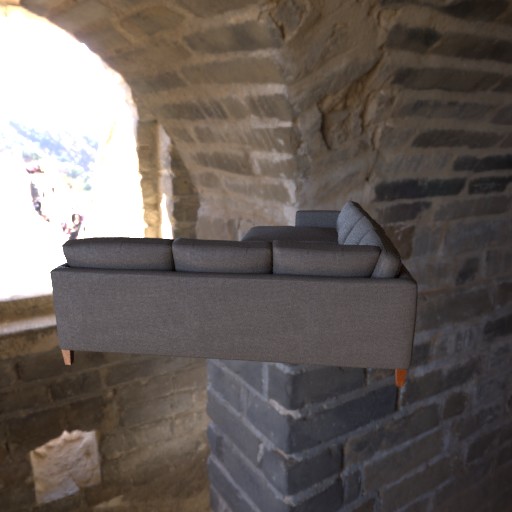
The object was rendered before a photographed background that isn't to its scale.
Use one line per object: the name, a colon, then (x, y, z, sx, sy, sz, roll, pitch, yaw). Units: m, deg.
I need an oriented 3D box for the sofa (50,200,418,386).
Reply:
sofa: (0.000, 0.000, 4.714, 2.594, 0.961, 3.460, 2, 14, 7)
